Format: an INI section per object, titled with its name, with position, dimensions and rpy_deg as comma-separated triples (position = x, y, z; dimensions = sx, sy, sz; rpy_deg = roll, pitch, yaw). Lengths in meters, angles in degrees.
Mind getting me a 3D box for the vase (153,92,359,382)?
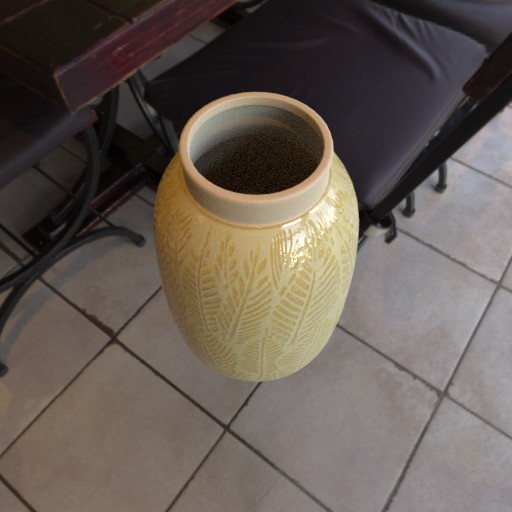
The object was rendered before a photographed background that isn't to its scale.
[vase]
position = 0.000, 0.000, 0.390
dimensions = 0.172, 0.270, 0.172
rpy_deg = 0, 58, 0
